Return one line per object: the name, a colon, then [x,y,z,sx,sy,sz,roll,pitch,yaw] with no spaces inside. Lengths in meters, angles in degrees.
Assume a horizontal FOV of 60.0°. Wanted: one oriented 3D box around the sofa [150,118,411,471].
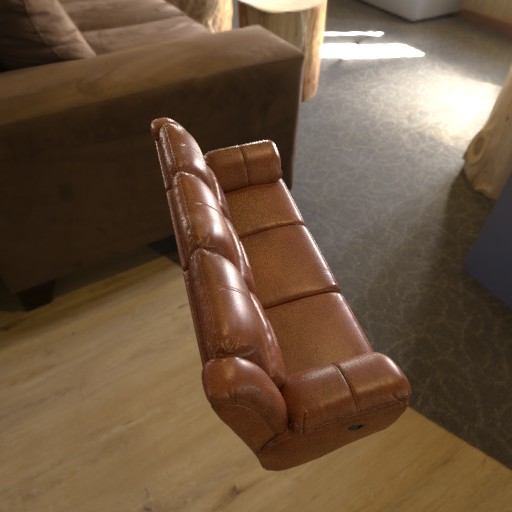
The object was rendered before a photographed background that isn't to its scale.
sofa: [0.000,0.000,2.820,0.991,1.043,2.337,-11,46,-11]
